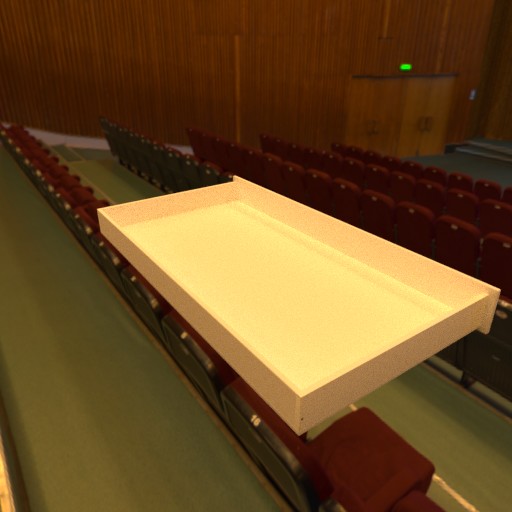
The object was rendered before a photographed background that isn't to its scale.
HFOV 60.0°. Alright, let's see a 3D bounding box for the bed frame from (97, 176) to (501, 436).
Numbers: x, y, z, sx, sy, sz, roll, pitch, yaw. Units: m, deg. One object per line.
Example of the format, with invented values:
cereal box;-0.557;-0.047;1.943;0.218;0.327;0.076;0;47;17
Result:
bed frame;0.000;0.000;1.505;0.670;0.141;1.300;-17;31;-31
